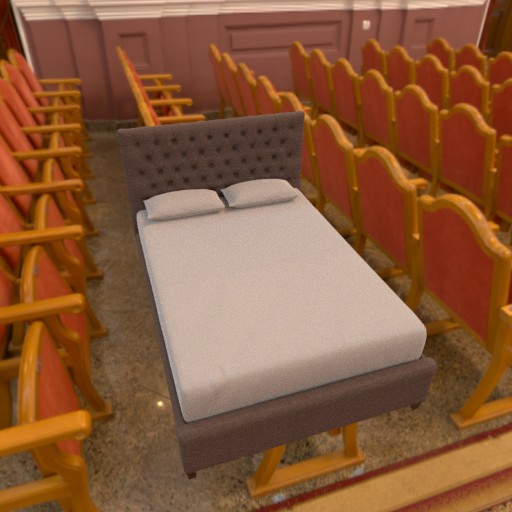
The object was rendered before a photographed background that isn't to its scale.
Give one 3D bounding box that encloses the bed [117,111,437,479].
[{"bbox_3d":[0.000,0.000,3.401,1.698,1.427,2.387,-11,36,-15],"label":"bed"}]
